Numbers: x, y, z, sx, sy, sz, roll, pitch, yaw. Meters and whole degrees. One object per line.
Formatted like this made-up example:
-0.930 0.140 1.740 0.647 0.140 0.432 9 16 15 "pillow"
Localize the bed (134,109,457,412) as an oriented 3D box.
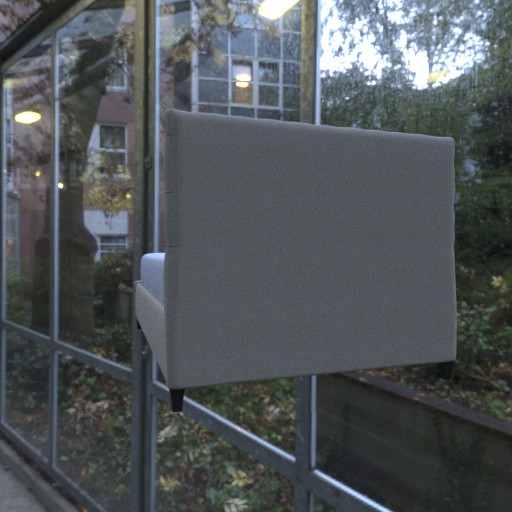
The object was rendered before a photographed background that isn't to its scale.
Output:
0.000 0.000 3.436 1.698 1.427 2.387 0 1 -19 "bed"
